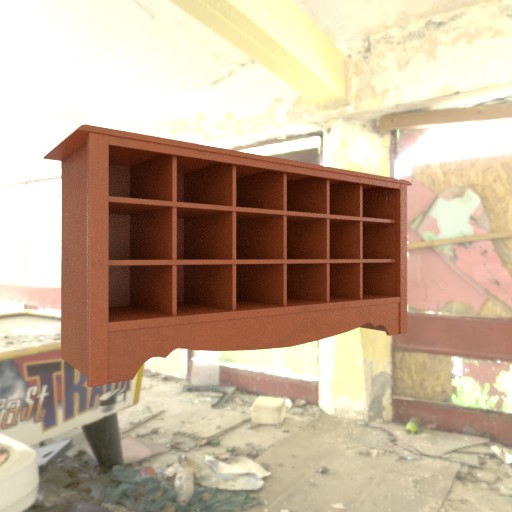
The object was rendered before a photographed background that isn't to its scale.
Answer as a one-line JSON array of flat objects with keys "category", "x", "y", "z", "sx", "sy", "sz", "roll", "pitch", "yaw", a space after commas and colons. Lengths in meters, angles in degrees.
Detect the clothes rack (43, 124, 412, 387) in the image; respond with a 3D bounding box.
[{"category": "clothes rack", "x": 0.000, "y": 0.000, "z": 1.498, "sx": 1.251, "sy": 0.594, "sz": 0.362, "roll": 0, "pitch": 0, "yaw": -37}]
